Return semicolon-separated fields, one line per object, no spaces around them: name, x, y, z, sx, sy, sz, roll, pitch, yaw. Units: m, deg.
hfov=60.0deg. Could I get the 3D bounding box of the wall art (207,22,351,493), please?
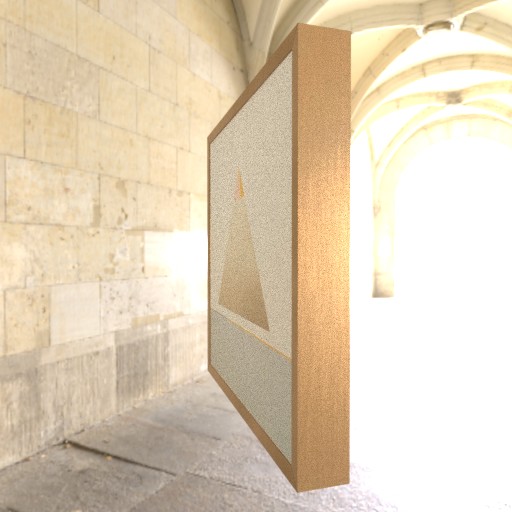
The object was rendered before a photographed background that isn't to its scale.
wall art;0.000;0.000;0.437;0.038;0.303;0.305;0;1;-17
